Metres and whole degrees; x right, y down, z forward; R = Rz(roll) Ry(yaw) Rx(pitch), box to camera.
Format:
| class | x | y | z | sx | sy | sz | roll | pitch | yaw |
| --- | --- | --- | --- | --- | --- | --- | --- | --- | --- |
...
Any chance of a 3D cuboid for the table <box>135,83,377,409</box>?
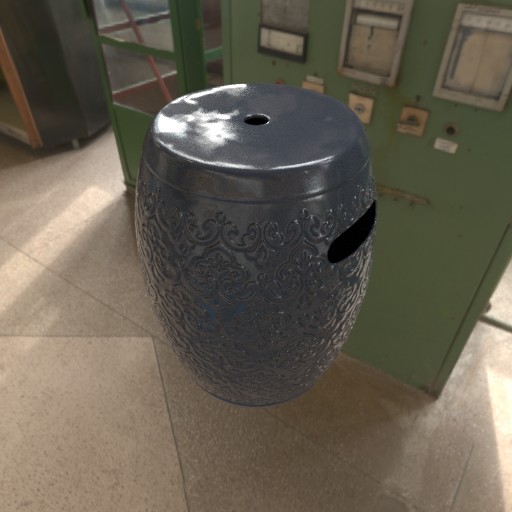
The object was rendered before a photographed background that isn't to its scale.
| class | x | y | z | sx | sy | sz | roll | pitch | yaw |
| --- | --- | --- | --- | --- | --- | --- | --- | --- | --- |
| table | 0.000 | 0.000 | 0.613 | 0.309 | 0.397 | 0.309 | 0 | 40 | 0 |
